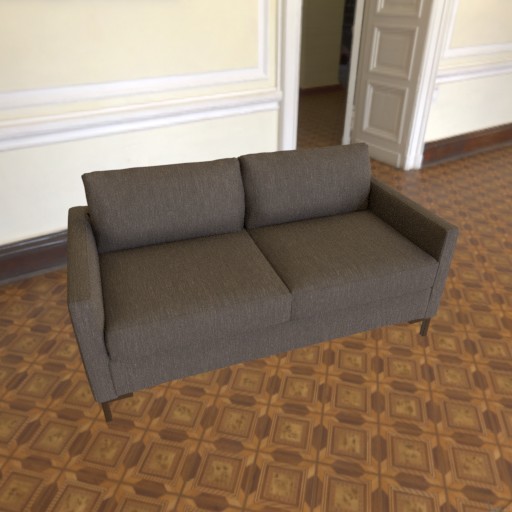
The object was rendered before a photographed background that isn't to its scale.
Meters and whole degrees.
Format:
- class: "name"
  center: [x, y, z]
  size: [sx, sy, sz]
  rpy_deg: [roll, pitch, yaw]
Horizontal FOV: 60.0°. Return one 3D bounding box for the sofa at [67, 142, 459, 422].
- class: "sofa"
  center: [0.000, 0.000, 2.171]
  size: [1.682, 0.840, 0.875]
  rpy_deg: [-10, 33, -17]
